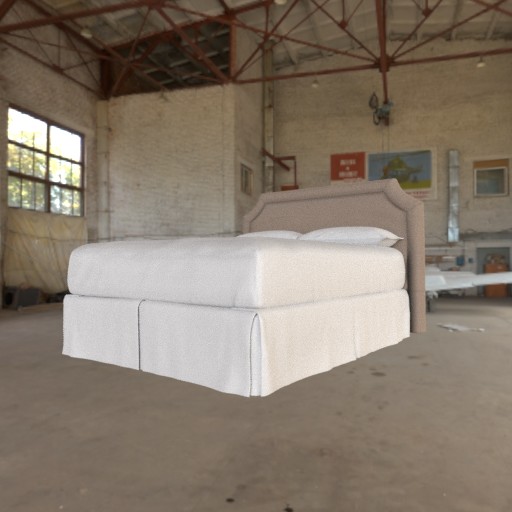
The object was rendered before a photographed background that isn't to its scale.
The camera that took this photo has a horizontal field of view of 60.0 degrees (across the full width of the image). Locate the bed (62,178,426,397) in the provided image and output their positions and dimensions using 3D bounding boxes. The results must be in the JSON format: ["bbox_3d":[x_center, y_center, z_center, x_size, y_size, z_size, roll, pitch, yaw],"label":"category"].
[{"bbox_3d":[0.000,0.000,3.272,1.828,1.303,2.164,-1,-1,37],"label":"bed"}]
